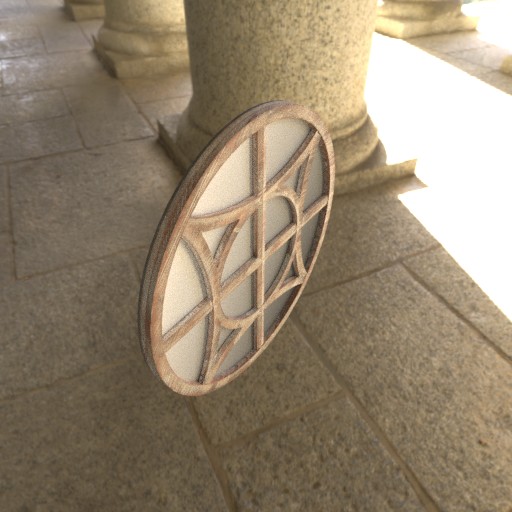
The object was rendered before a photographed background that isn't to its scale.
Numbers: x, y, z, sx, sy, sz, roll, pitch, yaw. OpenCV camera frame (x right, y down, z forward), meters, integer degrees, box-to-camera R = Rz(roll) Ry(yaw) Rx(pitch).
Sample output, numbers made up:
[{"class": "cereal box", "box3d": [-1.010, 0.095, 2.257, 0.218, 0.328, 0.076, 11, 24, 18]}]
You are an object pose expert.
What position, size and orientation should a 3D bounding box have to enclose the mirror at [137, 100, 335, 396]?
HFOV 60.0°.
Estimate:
[{"class": "mirror", "box3d": [0.000, 0.000, 1.059, 0.038, 0.710, 0.710, 24, 45, 27]}]
